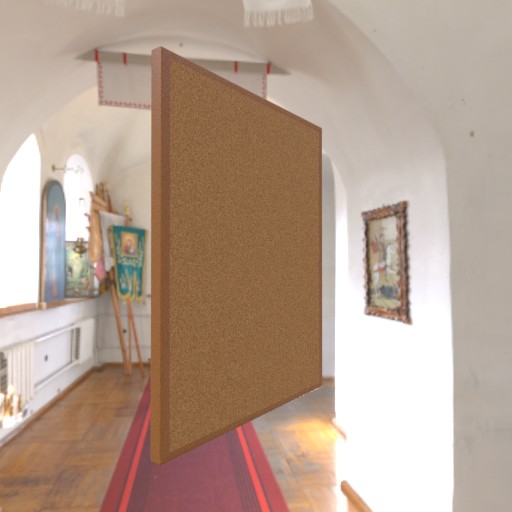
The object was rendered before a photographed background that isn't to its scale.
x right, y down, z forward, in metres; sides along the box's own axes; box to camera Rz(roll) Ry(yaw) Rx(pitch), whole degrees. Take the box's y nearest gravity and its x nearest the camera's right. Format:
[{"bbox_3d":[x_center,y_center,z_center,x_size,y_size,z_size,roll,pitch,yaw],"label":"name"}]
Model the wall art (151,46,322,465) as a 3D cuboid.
[{"bbox_3d":[0.000,0.000,0.772,0.022,0.553,0.452,0,-1,36],"label":"wall art"}]
